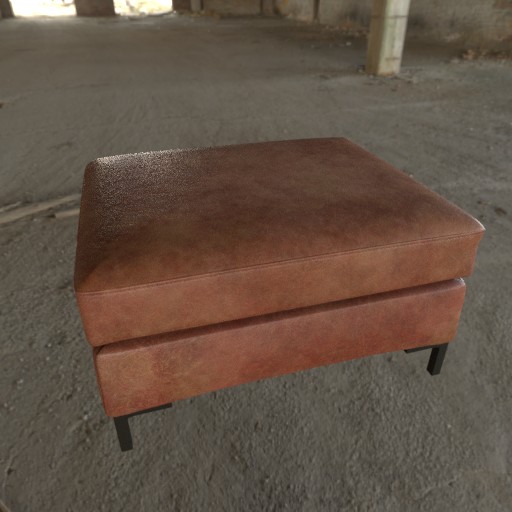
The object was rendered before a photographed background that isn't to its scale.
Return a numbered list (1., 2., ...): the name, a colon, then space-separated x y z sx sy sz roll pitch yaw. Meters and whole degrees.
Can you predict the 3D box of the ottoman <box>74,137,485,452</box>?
1. ottoman: 0.000 0.000 1.703 1.186 0.667 0.965 -9 32 -14
